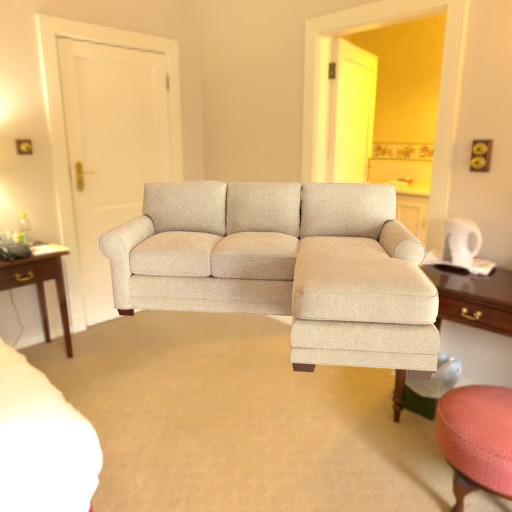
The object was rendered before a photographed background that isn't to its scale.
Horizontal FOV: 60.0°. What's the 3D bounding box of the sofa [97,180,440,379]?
[{"bbox_3d":[0.000,0.000,2.444,1.770,0.734,1.226,2,15,7],"label":"sofa"}]
